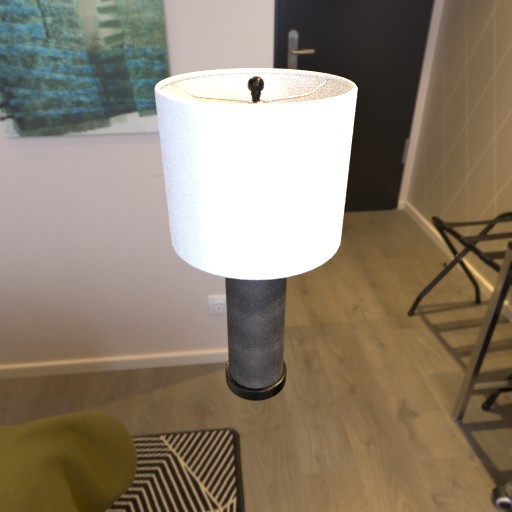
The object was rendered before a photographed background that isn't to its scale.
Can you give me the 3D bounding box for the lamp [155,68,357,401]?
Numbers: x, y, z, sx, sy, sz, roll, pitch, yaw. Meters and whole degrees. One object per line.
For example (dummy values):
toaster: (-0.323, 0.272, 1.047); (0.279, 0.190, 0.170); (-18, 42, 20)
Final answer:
lamp: (0.000, 0.000, 0.834); (0.305, 0.634, 0.305); (-21, 37, -31)
